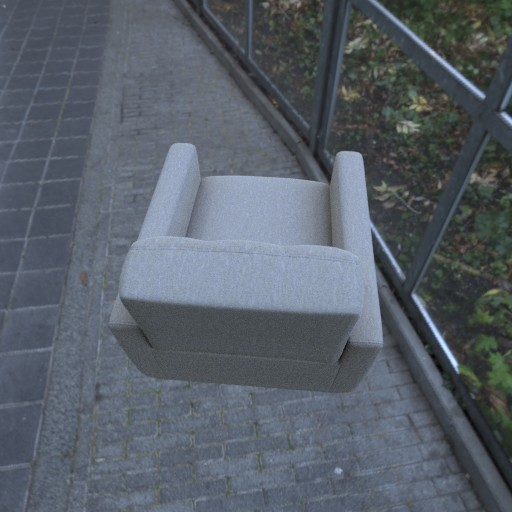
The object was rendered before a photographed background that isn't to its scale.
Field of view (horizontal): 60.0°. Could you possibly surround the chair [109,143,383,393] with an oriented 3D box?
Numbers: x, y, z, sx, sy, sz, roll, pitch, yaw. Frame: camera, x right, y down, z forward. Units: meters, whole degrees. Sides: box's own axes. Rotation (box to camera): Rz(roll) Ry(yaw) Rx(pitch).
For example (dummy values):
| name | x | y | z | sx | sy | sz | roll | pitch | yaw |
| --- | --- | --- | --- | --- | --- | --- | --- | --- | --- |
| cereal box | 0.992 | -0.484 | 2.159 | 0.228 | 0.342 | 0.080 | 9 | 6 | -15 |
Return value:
| name | x | y | z | sx | sy | sz | roll | pitch | yaw |
| --- | --- | --- | --- | --- | --- | --- | --- | --- | --- |
| chair | 0.000 | 0.000 | 1.837 | 0.897 | 0.965 | 1.128 | 4 | 48 | 3 |
